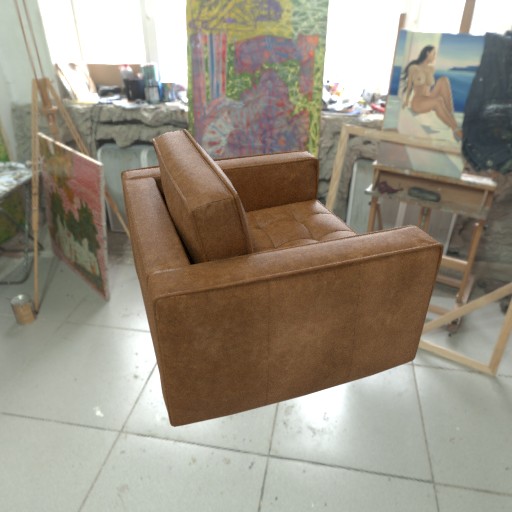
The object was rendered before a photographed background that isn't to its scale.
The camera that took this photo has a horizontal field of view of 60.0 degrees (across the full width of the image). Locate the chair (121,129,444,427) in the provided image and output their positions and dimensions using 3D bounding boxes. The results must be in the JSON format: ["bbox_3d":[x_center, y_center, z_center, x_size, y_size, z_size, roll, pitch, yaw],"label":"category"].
[{"bbox_3d":[0.000,0.000,1.544,0.798,0.767,0.928,-10,32,-16],"label":"chair"}]
